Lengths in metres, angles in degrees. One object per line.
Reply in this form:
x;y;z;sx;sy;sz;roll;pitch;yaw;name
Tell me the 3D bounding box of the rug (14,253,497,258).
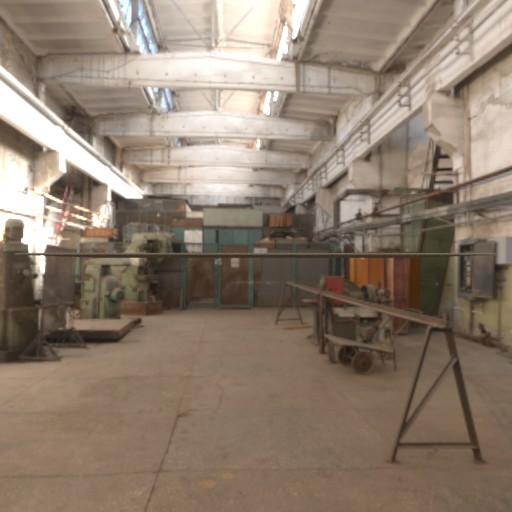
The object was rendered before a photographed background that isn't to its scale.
0.000;0.000;3.567;3.048;0.011;1.546;0;-1;-1;rug
